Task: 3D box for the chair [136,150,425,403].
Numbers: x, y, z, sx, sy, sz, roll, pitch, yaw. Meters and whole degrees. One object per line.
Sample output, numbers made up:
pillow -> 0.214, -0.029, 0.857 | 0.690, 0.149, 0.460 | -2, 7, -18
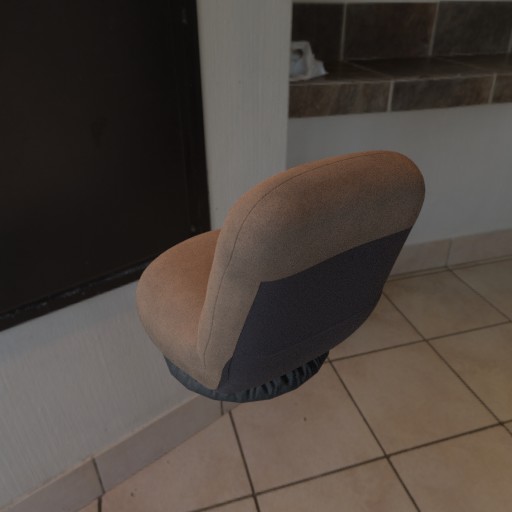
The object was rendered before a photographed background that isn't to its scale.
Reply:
chair -> 0.000, 0.000, 1.025 | 0.521, 0.594, 0.597 | -20, 36, -29
